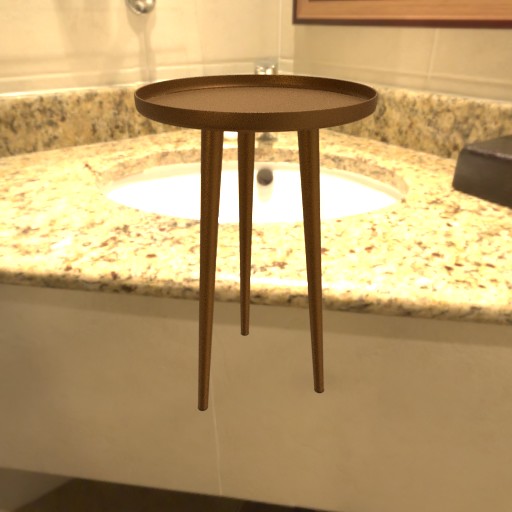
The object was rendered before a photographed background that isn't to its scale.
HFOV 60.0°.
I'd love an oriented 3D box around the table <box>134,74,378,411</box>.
[{"bbox_3d":[0.000,0.000,0.673,0.299,0.480,0.299,8,30,14],"label":"table"}]
